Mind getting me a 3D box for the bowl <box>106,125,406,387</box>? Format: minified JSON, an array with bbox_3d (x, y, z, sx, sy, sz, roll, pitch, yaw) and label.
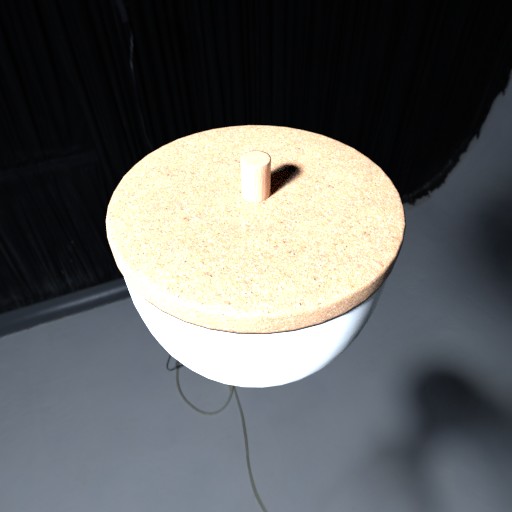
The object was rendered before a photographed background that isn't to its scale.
[{"bbox_3d":[0.000,0.000,0.215,0.126,0.110,0.126,0,45,0],"label":"bowl"}]
